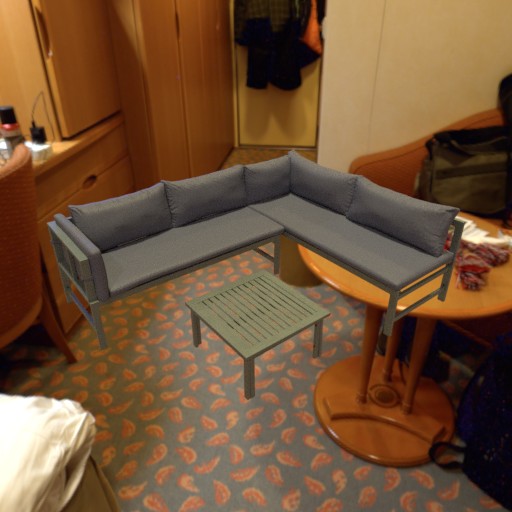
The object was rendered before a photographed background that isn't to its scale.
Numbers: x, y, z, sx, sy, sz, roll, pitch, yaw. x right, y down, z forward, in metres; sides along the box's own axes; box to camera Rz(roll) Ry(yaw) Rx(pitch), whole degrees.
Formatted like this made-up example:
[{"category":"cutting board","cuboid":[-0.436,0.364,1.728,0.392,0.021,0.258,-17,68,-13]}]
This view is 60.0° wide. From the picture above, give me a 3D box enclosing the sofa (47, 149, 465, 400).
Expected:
[{"category":"sofa","cuboid":[0.000,0.000,2.979,2.149,0.762,1.658,-21,36,-32]}]
